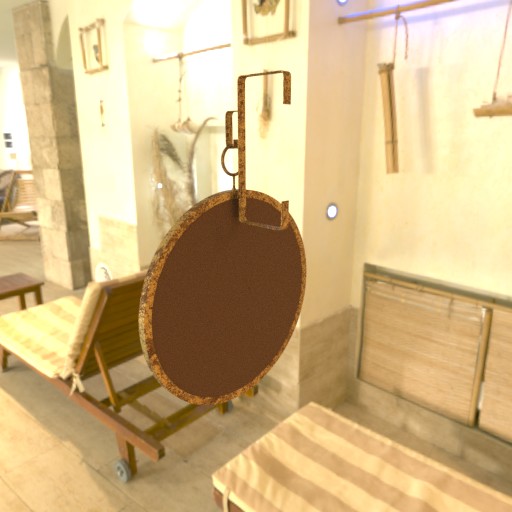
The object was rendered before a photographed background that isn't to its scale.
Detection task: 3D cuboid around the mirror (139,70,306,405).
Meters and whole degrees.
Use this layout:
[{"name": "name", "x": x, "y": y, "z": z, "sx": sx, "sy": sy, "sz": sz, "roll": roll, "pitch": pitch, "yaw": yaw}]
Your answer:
[{"name": "mirror", "x": 0.000, "y": 0.000, "z": 0.851, "sx": 0.144, "sy": 0.651, "sz": 0.447, "roll": 14, "pitch": 21, "yaw": 42}]
